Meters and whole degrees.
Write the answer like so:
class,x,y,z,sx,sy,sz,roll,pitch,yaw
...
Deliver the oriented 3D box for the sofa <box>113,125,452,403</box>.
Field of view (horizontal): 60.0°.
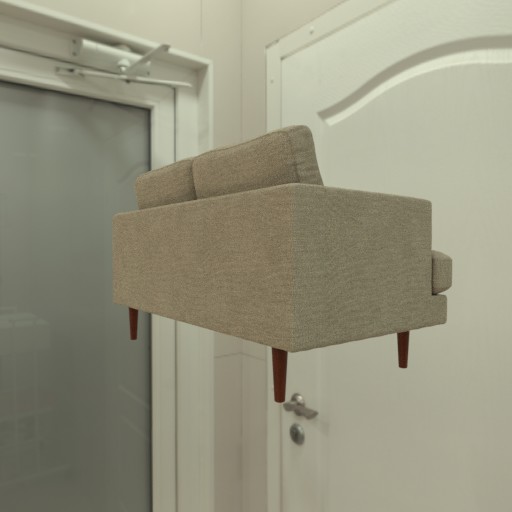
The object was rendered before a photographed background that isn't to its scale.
class,x,y,z,sx,sy,sz,roll,pitch,yaw
sofa,0.000,0.000,2.198,0.903,0.944,1.582,-1,1,-37
